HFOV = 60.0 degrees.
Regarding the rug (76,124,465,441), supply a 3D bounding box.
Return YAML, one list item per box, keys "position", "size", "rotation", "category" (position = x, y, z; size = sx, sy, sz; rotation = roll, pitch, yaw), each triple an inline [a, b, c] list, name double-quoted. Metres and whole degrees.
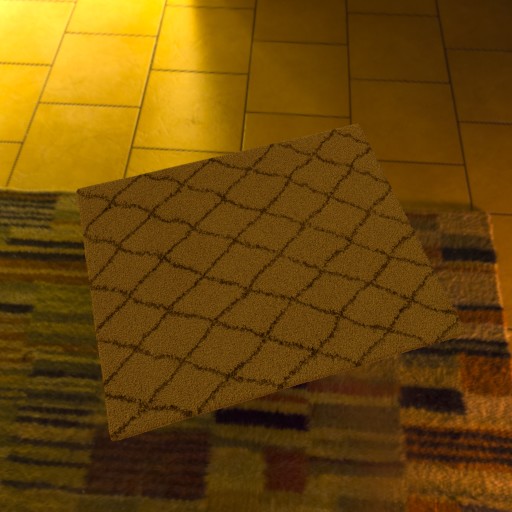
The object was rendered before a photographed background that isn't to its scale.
- position: [0.000, 0.000, 4.120]
  size: [3.047, 0.029, 2.438]
  rotation: [-15, 65, -7]
  category: "rug"
